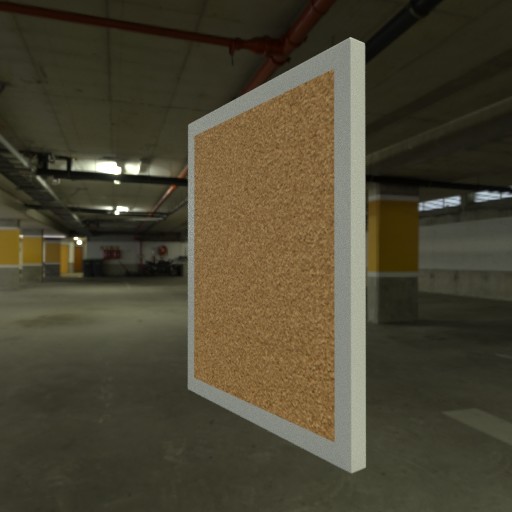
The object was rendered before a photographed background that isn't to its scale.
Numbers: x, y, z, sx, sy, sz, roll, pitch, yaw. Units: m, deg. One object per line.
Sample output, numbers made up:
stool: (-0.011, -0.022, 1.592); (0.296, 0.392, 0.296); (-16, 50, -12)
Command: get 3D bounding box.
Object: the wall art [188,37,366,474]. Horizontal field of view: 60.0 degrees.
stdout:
wall art: (0.000, 0.000, 0.755); (0.028, 0.556, 0.454); (0, -1, -36)
